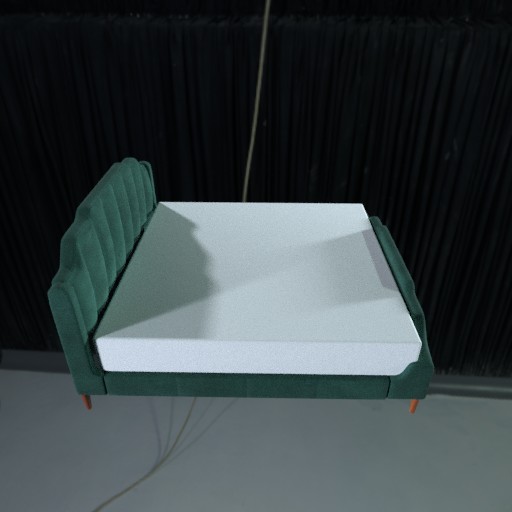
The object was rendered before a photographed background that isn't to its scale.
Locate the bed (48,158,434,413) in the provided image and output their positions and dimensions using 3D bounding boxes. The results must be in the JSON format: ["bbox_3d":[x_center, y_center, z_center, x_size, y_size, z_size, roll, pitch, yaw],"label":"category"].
[{"bbox_3d":[0.000,0.000,3.558,2.340,1.245,2.074,1,32,1],"label":"bed"}]
